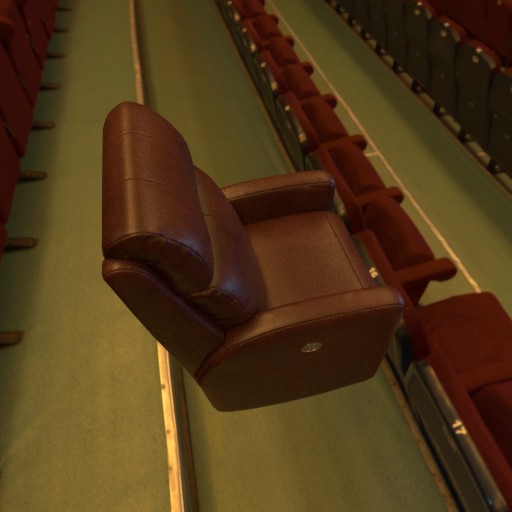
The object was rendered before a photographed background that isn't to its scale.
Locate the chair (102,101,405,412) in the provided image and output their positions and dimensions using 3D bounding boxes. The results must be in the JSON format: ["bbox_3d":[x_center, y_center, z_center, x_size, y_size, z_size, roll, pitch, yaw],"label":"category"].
[{"bbox_3d":[0.000,0.000,1.676,0.939,1.016,0.787,-10,47,-9],"label":"chair"}]
